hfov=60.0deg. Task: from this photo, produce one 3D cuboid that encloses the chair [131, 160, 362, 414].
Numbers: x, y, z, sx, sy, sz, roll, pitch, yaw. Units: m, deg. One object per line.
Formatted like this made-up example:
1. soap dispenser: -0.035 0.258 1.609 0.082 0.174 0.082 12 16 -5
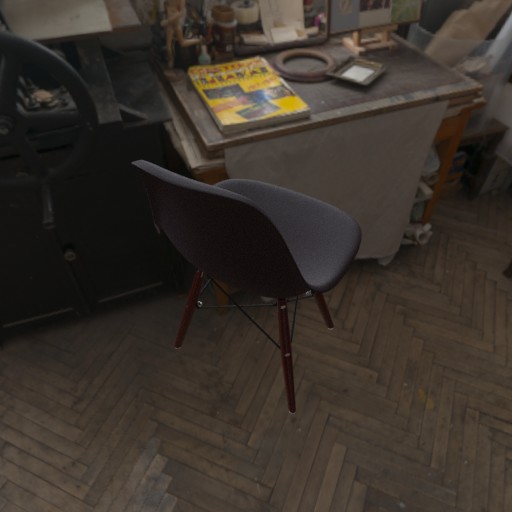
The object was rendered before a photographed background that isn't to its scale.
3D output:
1. chair: 0.000 0.000 1.151 0.470 0.826 0.533 22 51 19
